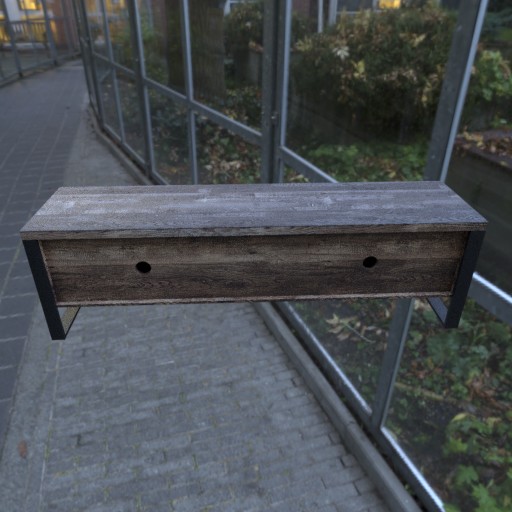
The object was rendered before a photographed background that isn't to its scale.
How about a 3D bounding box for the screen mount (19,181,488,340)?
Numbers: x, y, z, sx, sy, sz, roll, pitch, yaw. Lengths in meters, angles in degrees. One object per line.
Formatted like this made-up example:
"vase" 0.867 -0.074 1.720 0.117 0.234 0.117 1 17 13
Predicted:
"screen mount" 0.000 0.000 1.722 1.524 0.450 0.395 -1 30 -2
